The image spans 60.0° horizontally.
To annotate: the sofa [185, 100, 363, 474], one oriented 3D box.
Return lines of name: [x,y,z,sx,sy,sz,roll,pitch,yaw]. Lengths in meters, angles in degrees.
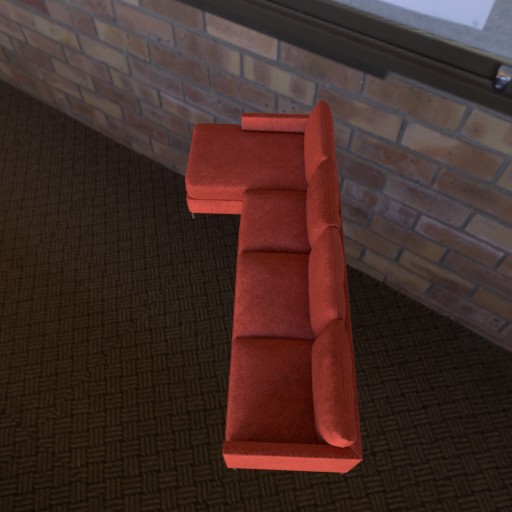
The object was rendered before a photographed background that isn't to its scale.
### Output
sofa: [0.000,0.000,3.977,1.500,0.967,3.400,2,57,1]
